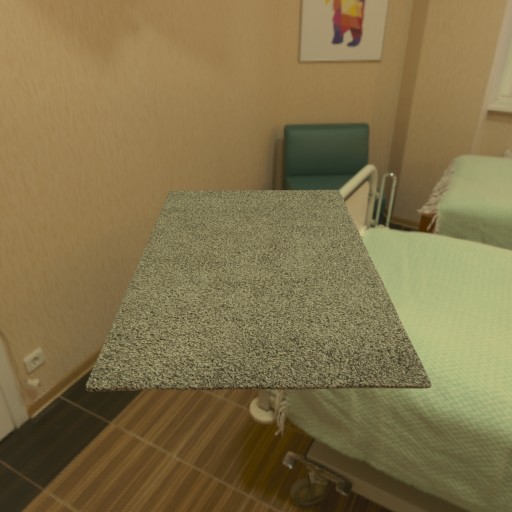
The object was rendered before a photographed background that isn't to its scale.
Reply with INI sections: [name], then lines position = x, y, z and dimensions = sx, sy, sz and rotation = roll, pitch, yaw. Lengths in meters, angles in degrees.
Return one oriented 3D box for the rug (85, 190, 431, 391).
[rug]
position = 0.000, 0.000, 3.451
dimensions = 1.778, 0.030, 2.743
rotation = 0, 30, -1
